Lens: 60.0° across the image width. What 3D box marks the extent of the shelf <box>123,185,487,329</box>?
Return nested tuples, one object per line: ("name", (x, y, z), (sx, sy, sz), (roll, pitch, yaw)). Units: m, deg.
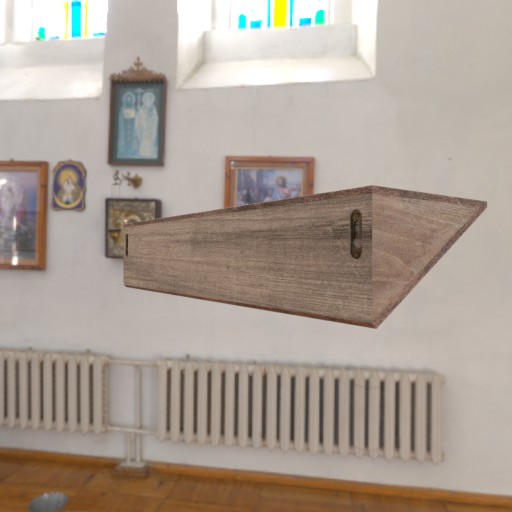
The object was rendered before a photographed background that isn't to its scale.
("shelf", (0.000, 0.000, 0.687), (0.200, 0.125, 0.610), (0, 0, -36))
